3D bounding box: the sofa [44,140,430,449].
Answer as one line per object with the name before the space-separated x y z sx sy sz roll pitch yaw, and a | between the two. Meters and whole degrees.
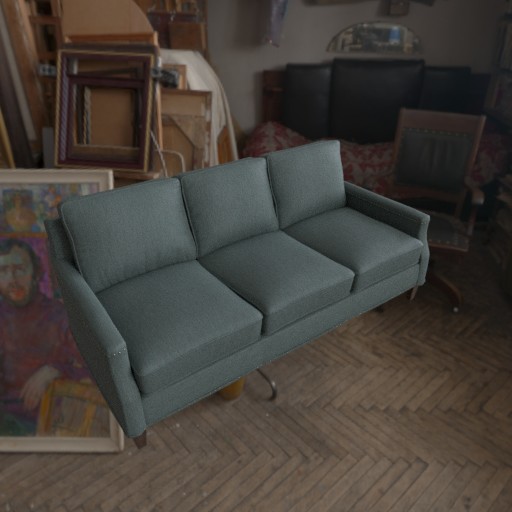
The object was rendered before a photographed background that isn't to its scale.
sofa | 0.000 0.000 2.809 2.246 1.003 1.084 -20 36 -30
